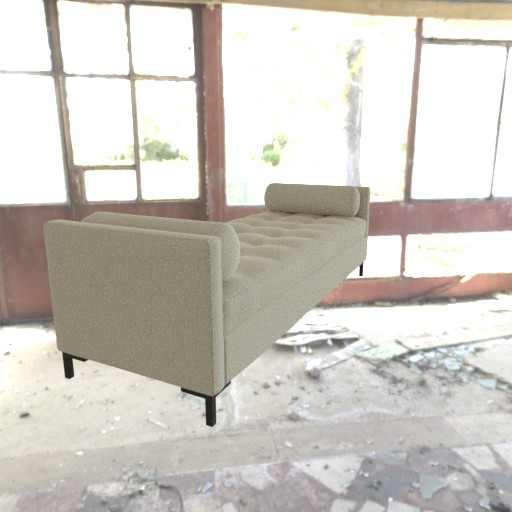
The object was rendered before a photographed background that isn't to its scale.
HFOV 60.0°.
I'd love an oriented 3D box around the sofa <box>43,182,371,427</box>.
[{"bbox_3d":[0.000,0.000,2.356,0.746,0.641,1.985,7,16,27],"label":"sofa"}]
